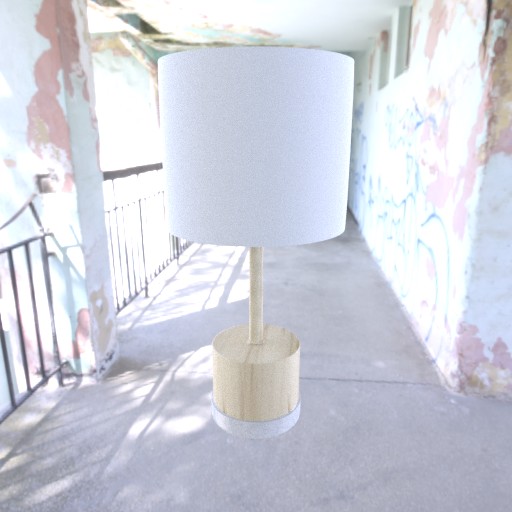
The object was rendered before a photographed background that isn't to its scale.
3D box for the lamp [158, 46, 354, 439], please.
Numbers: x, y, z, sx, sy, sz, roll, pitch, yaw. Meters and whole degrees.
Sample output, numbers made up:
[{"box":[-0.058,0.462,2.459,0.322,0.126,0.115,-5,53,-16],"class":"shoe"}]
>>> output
[{"box":[0.000,0.000,0.586,0.229,0.470,0.229,2,16,7],"class":"lamp"}]
